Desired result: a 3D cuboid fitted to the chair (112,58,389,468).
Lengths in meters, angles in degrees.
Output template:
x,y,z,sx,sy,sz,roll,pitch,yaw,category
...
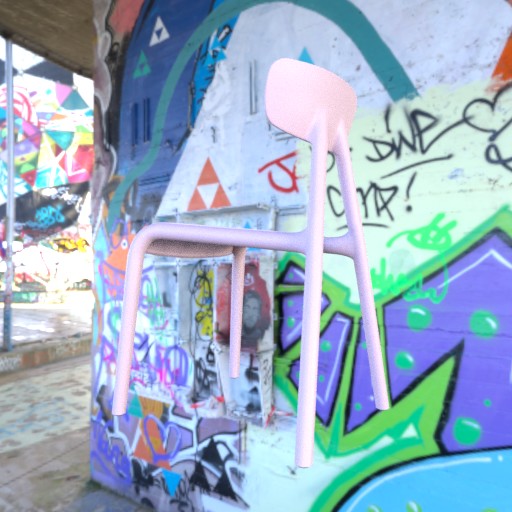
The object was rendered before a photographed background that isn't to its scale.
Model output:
x,y,z,sx,sy,sz,roll,pitch,yaw,category
0.000,0.000,0.838,0.401,0.580,0.356,-1,-2,36,chair
